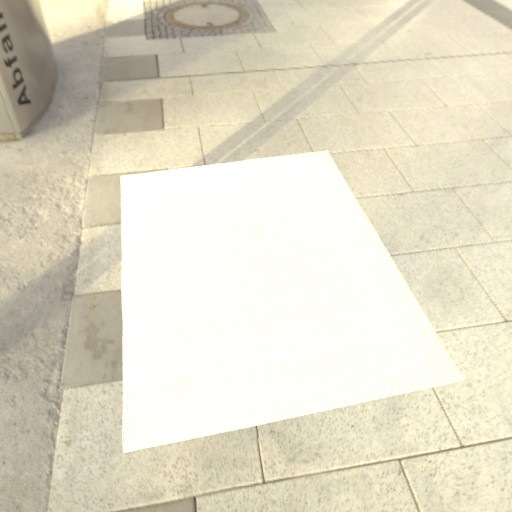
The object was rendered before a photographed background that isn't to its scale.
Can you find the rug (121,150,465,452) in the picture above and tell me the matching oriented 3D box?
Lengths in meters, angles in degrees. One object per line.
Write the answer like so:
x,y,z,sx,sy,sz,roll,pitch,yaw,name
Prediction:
0.000,0.000,3.824,2.277,0.035,2.897,-9,47,-8,rug
